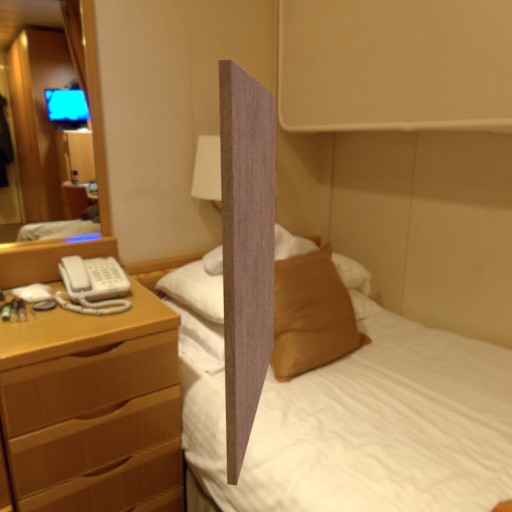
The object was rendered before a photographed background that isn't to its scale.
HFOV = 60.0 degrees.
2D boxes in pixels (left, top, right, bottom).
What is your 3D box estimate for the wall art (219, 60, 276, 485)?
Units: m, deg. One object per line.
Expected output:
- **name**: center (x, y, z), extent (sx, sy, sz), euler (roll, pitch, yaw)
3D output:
- **wall art**: center (0.000, 0.000, 0.939), extent (0.018, 0.686, 0.534), euler (2, 15, 9)
